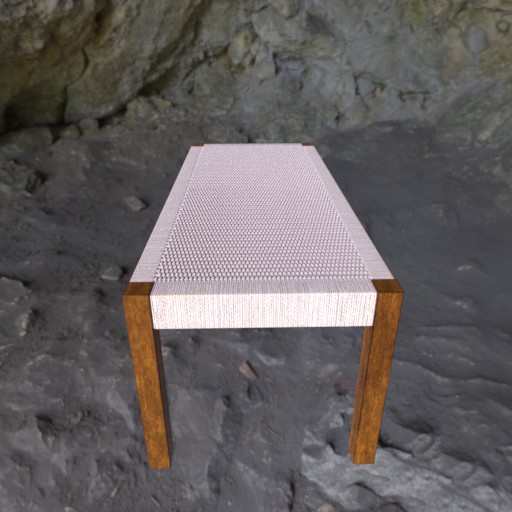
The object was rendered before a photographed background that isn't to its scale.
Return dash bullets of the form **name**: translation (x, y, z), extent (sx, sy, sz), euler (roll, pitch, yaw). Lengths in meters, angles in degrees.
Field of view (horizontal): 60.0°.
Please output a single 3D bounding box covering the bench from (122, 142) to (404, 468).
- **bench**: translation (0.000, 0.000, 1.430), extent (0.507, 0.457, 1.198), euler (-1, 27, -1)
